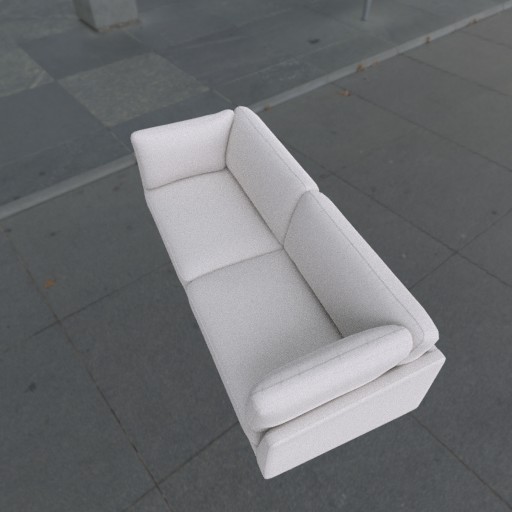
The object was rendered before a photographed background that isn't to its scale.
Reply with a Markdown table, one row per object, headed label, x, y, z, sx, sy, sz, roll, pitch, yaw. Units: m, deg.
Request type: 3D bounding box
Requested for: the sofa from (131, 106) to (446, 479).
| label | x | y | z | sx | sy | sz | roll | pitch | yaw |
| --- | --- | --- | --- | --- | --- | --- | --- | --- | --- |
| sofa | 0.000 | 0.000 | 2.750 | 0.957 | 0.863 | 2.301 | -18 | 50 | -16 |
